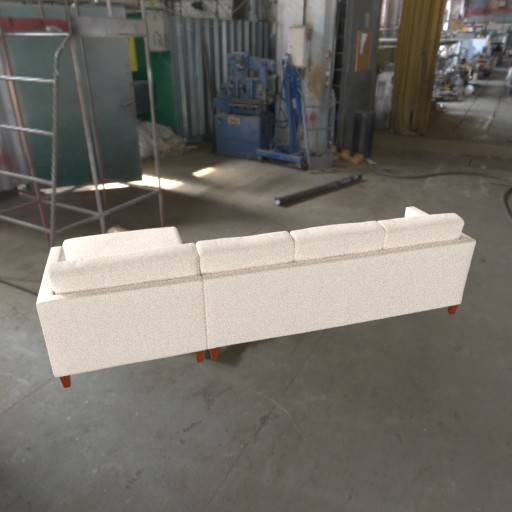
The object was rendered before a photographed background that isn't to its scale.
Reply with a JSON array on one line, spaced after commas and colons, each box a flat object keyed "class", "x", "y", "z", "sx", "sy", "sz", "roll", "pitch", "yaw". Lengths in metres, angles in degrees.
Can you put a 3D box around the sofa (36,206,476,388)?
[{"class": "sofa", "x": 0.000, "y": 0.000, "z": 4.096, "sx": 3.471, "sy": 0.954, "sz": 1.606, "roll": -8, "pitch": 27, "yaw": -15}]
